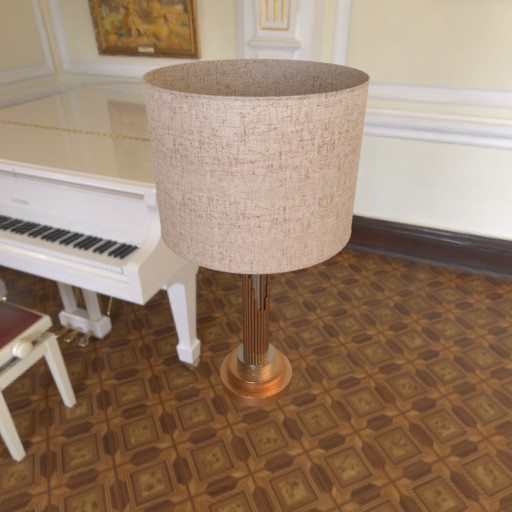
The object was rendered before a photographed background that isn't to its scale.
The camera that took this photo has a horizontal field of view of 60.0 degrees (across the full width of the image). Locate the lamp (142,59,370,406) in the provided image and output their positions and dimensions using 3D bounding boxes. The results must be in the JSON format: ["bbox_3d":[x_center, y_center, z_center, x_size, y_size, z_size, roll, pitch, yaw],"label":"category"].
[{"bbox_3d":[0.000,0.000,0.793,0.321,0.610,0.321,20,36,29],"label":"lamp"}]
